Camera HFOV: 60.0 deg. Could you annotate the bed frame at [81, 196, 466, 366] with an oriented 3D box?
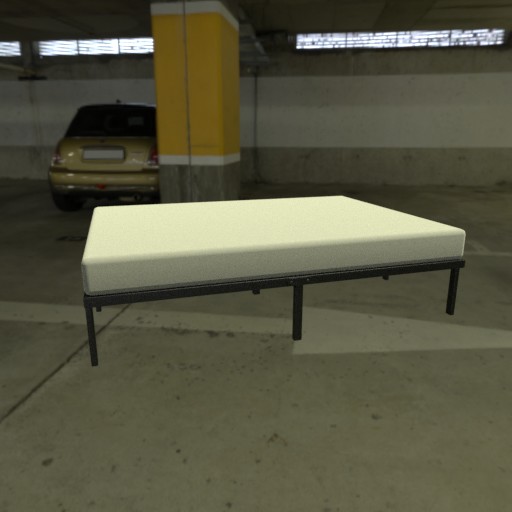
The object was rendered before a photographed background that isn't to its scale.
[{"bbox_3d":[0.000,0.000,3.768,2.842,0.680,2.205,-3,16,-10],"label":"bed frame"}]
